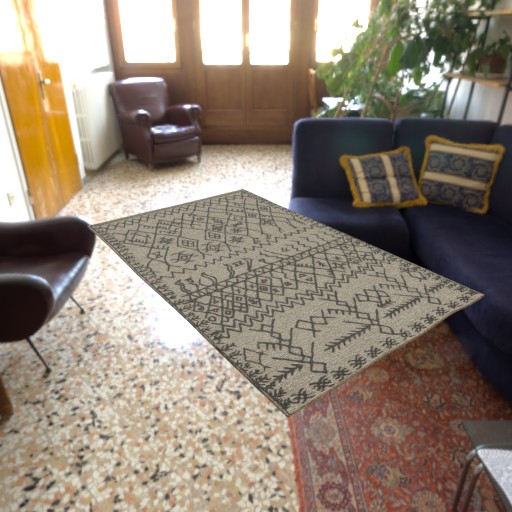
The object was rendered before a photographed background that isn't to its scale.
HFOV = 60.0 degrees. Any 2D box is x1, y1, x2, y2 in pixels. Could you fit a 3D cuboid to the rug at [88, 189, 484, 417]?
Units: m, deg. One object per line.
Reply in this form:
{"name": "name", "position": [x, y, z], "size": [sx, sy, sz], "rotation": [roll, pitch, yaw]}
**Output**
{"name": "rug", "position": [0.000, 0.000, 4.803], "size": [2.393, 0.019, 3.824], "rotation": [-19, 33, -32]}
